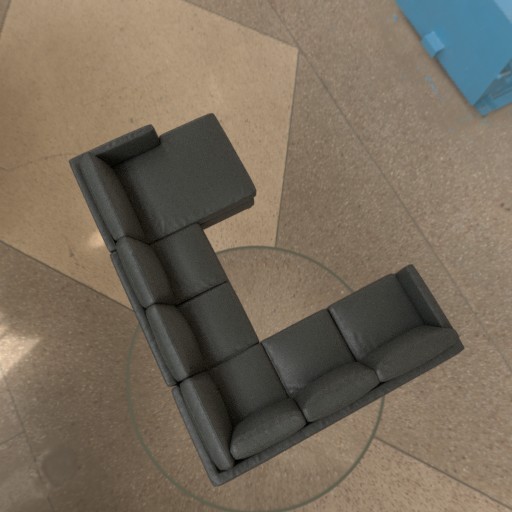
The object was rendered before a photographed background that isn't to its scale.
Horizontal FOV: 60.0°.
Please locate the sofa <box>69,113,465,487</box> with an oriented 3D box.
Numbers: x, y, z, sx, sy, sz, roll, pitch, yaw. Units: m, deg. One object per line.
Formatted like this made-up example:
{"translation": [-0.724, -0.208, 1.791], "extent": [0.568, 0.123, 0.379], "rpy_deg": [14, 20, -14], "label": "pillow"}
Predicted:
{"translation": [0.000, 0.000, 4.532], "extent": [2.593, 0.923, 3.460], "rpy_deg": [-26, 77, -7], "label": "sofa"}
